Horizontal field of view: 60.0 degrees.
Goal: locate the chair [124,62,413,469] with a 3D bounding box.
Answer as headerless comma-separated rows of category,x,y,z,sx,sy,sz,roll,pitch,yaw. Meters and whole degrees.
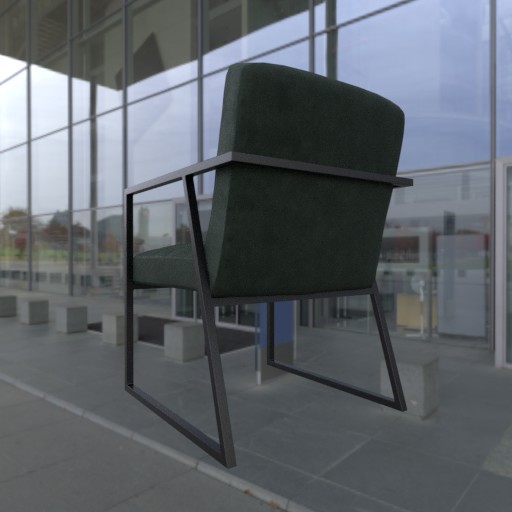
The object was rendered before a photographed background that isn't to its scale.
chair,0.000,0.000,1.286,0.571,0.833,0.677,0,0,-35
